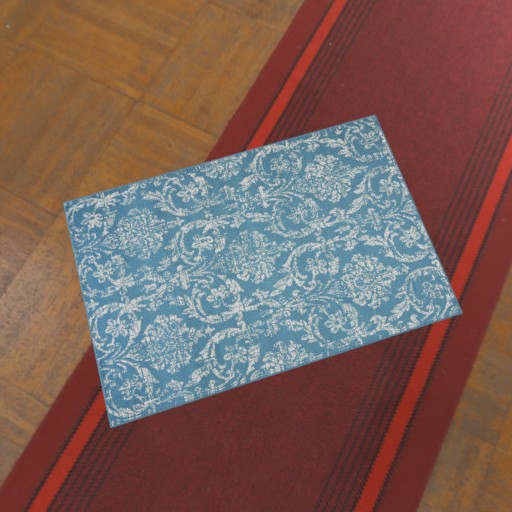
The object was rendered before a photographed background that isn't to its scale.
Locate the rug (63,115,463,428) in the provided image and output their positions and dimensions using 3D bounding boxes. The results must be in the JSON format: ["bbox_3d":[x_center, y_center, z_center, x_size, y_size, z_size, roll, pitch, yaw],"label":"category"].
[{"bbox_3d":[0.000,0.000,3.510,2.746,0.018,1.816,-17,75,-5],"label":"rug"}]
